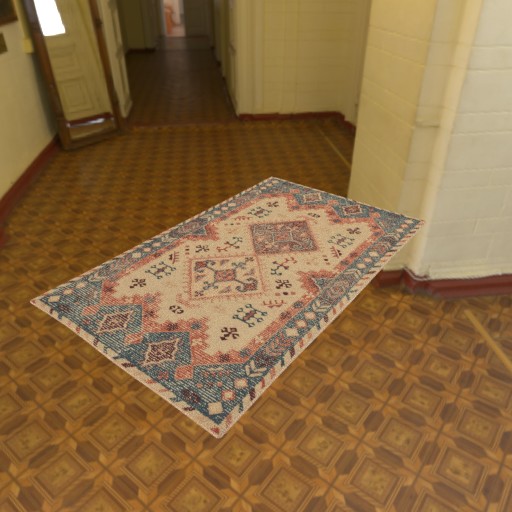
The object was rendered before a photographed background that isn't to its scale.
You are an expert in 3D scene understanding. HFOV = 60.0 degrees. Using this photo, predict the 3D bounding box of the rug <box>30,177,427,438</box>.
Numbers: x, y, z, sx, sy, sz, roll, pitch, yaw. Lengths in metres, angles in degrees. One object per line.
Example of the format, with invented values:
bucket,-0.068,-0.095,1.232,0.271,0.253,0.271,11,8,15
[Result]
rug,0.000,0.000,3.070,1.521,0.023,2.464,22,39,31
